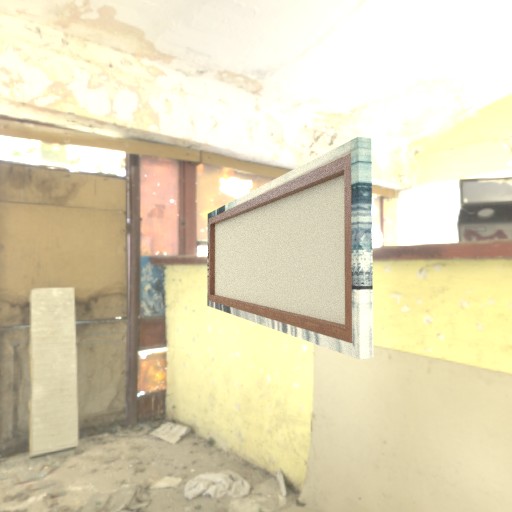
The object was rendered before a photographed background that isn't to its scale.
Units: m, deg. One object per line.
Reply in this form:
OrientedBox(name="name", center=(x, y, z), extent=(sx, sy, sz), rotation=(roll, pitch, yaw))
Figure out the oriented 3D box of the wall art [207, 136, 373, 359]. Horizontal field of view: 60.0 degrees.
OrientedBox(name="wall art", center=(0.000, 0.000, 1.731), extent=(0.037, 0.509, 1.524), rotation=(1, -2, -19))
